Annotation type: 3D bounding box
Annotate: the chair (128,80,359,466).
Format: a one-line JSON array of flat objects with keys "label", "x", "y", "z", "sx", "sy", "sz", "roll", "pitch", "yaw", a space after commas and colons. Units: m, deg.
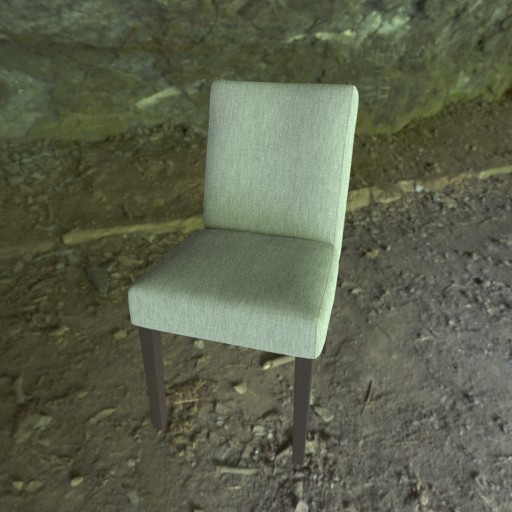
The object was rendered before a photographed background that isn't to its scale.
[{"label": "chair", "x": 0.000, "y": 0.000, "z": 1.274, "sx": 0.487, "sy": 0.884, "sz": 0.629, "roll": 8, "pitch": 28, "yaw": 15}]
